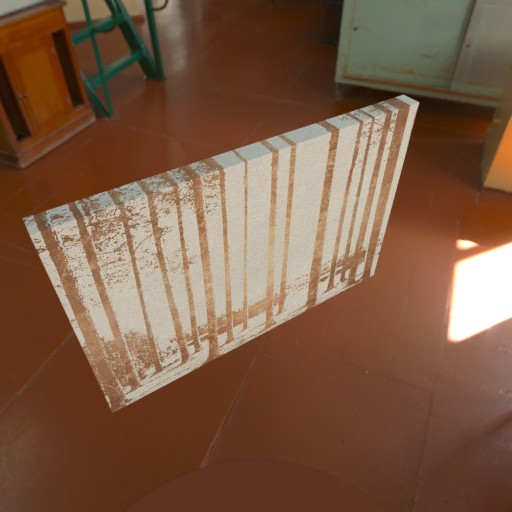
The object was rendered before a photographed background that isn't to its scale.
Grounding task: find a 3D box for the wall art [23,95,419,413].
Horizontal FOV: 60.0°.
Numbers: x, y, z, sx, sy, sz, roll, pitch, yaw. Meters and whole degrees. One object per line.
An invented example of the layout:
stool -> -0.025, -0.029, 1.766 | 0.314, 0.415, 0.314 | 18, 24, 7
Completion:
wall art -> 0.000, 0.000, 0.752 | 0.609, 0.405, 0.035 | -24, 49, -23
